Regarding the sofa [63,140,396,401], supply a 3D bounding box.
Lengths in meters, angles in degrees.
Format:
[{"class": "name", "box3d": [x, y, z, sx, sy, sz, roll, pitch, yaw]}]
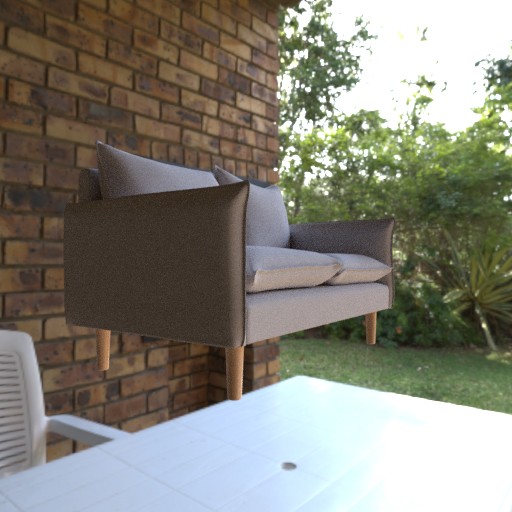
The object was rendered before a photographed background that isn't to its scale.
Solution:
[{"class": "sofa", "box3d": [0.000, 0.000, 1.884, 0.820, 0.840, 1.300, -1, -1, 35]}]
